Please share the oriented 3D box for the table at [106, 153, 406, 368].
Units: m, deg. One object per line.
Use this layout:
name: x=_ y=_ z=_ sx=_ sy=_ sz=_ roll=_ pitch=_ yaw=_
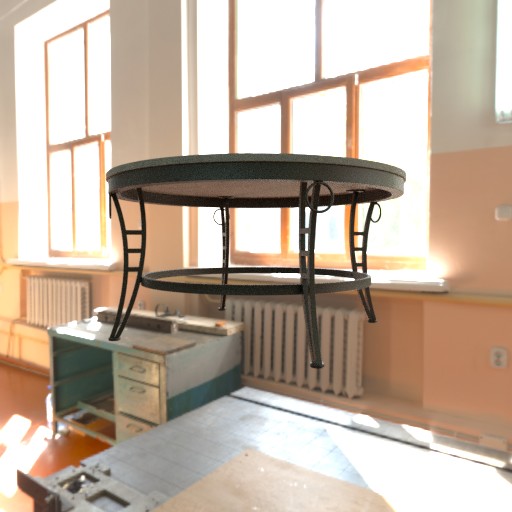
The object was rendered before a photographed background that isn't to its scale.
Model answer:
table: x=0.000 y=0.000 z=1.393 sx=0.889 sy=0.470 sz=0.889 roll=0 pitch=2 yaw=0
